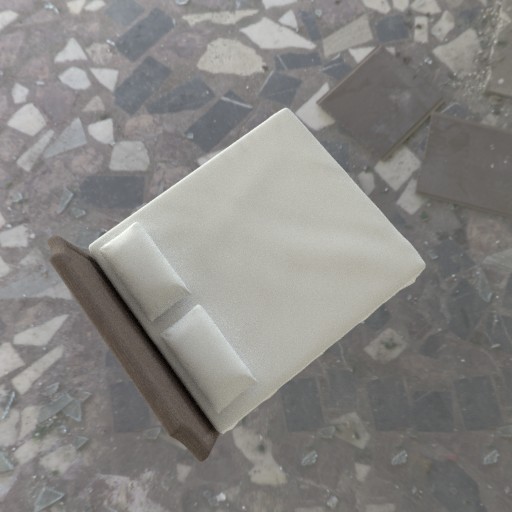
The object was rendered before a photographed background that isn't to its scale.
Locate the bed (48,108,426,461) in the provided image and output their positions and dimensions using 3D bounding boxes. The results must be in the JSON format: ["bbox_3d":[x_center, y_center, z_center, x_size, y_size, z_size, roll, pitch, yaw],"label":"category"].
[{"bbox_3d":[0.000,0.000,4.197,2.773,1.590,2.350,-37,80,-8],"label":"bed"}]
